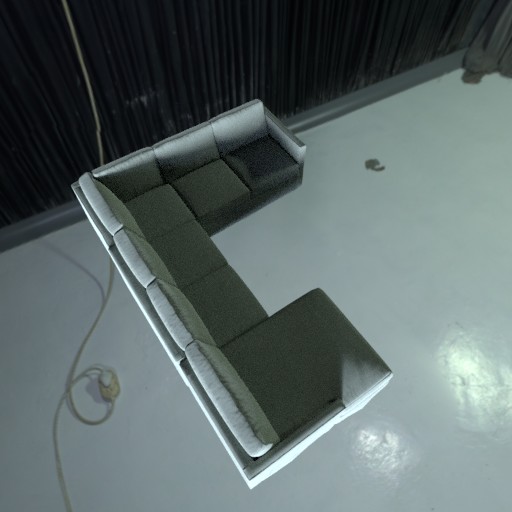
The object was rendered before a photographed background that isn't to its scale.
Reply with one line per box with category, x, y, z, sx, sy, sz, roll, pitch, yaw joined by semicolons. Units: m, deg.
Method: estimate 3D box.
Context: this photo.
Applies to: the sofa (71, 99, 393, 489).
sofa;0.000;0.000;4.501;2.440;0.869;3.434;-30;62;-18
